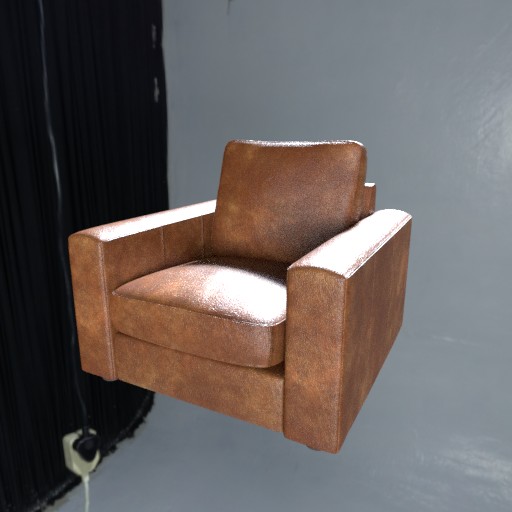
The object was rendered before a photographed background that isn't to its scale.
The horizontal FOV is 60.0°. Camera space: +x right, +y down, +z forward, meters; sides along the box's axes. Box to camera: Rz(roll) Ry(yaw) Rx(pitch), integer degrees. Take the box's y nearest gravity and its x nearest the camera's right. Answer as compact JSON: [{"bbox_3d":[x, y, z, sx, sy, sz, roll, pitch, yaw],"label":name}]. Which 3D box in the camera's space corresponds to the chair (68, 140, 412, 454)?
[{"bbox_3d":[0.000,0.000,1.738,1.005,0.873,1.016,8,17,27],"label":"chair"}]
